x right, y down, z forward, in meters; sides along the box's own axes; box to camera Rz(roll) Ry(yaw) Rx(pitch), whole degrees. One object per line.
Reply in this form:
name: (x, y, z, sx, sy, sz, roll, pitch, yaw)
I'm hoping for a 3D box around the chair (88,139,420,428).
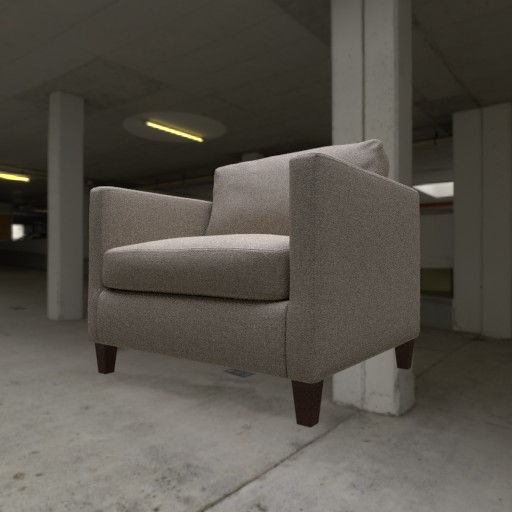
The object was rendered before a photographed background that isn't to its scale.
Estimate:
chair: (0.000, 0.000, 1.867, 1.107, 0.961, 0.959, 0, -1, 37)
